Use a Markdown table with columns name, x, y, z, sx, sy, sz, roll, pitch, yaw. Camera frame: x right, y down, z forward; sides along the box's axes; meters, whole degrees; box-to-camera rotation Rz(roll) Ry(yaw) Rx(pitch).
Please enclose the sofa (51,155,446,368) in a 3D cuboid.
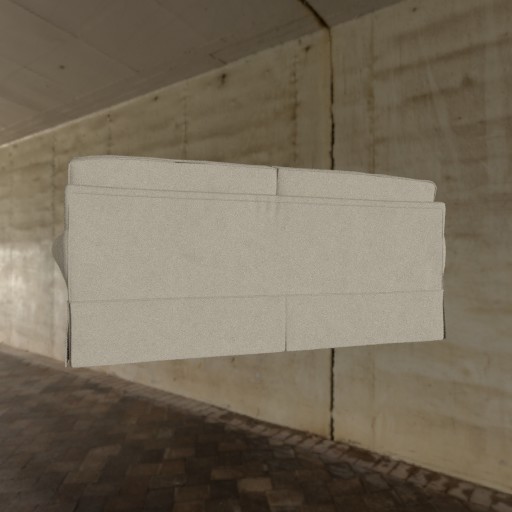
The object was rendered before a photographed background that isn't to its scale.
| name | x | y | z | sx | sy | sz | roll | pitch | yaw |
| --- | --- | --- | --- | --- | --- | --- | --- | --- | --- |
| sofa | 0.000 | 0.000 | 2.728 | 2.246 | 1.014 | 0.900 | 0 | 0 | -19 |
